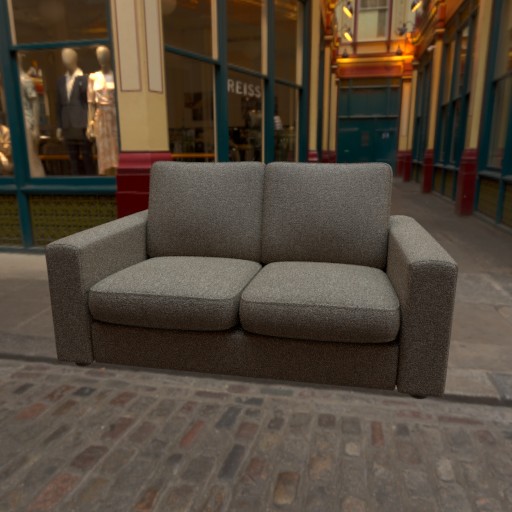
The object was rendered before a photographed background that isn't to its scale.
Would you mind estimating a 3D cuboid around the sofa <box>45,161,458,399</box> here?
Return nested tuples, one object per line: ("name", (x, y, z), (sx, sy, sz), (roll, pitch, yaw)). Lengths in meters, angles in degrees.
("sofa", (0.000, 0.000, 2.150), (1.616, 0.873, 1.016), (3, 14, 10))
